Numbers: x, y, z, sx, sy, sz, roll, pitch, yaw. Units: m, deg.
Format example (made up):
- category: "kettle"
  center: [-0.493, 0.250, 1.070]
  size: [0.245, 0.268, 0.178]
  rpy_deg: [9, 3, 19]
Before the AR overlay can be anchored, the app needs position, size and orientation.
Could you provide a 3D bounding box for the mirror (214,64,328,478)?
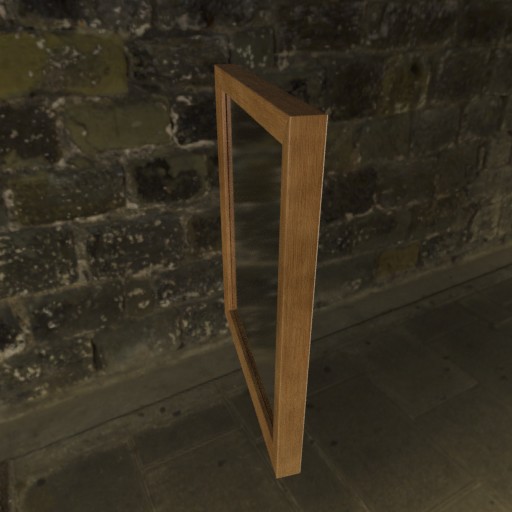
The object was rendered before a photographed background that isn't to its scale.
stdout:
- category: "mirror"
  center: [0.000, 0.000, 0.688]
  size: [0.041, 0.508, 0.405]
  rpy_deg: [-7, 30, -12]
